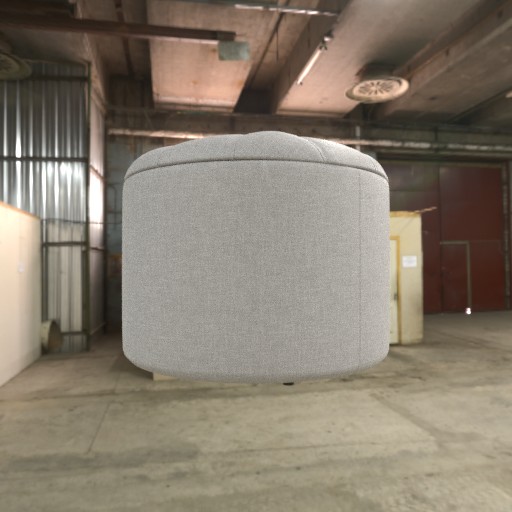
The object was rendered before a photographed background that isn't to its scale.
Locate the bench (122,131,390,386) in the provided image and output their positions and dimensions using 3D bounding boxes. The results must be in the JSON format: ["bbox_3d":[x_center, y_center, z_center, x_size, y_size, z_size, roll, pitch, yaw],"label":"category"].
[{"bbox_3d":[0.000,0.000,1.038,0.600,0.453,0.600,0,-1,0],"label":"bench"}]
